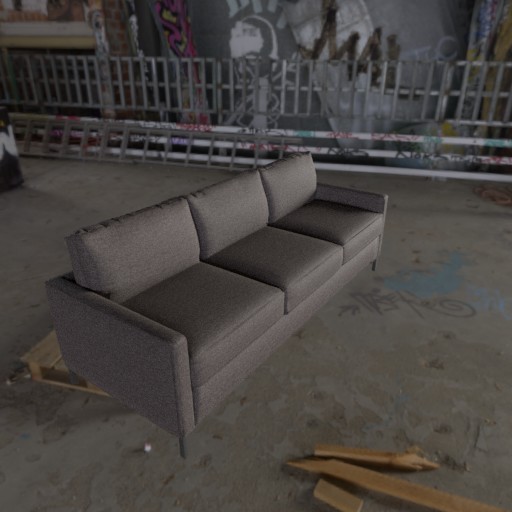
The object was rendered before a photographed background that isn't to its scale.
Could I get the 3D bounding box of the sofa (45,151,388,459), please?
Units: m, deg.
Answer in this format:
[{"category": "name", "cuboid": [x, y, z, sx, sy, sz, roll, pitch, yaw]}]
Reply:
[{"category": "sofa", "cuboid": [0.000, 0.000, 2.736, 0.876, 0.882, 2.253, 17, 30, 31]}]
